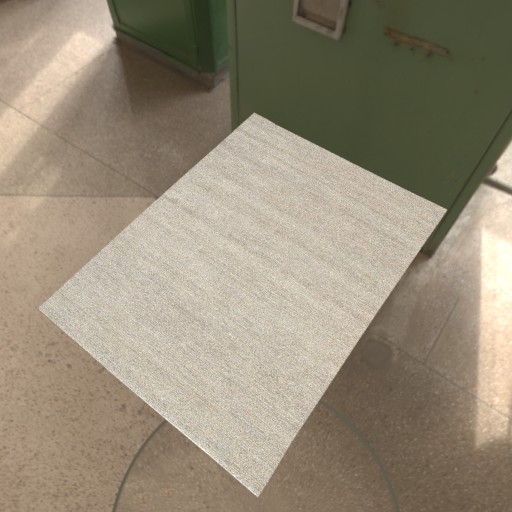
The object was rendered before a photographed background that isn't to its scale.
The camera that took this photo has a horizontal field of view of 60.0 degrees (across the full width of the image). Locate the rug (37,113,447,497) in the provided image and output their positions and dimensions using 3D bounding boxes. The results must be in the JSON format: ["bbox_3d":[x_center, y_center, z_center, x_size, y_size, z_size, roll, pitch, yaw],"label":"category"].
[{"bbox_3d":[0.000,0.000,4.736,2.757,0.051,3.626,33,64,18],"label":"rug"}]
